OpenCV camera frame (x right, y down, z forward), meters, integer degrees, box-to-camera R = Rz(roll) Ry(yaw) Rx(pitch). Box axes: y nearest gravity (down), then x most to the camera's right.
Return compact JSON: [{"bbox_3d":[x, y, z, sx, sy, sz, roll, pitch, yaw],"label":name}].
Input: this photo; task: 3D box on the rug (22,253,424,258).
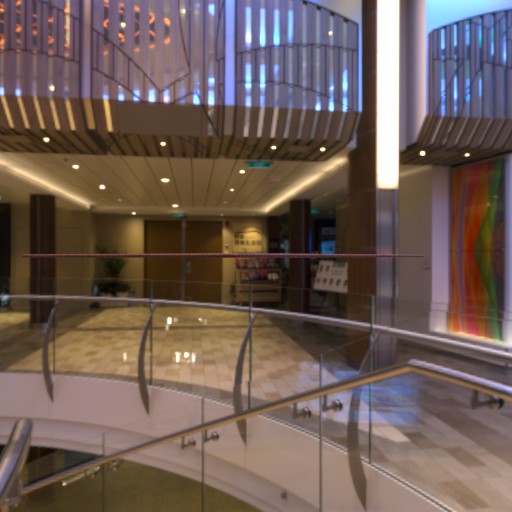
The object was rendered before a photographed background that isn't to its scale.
[{"bbox_3d":[0.000,0.000,5.823,3.033,0.033,4.578,0,0,36],"label":"rug"}]
